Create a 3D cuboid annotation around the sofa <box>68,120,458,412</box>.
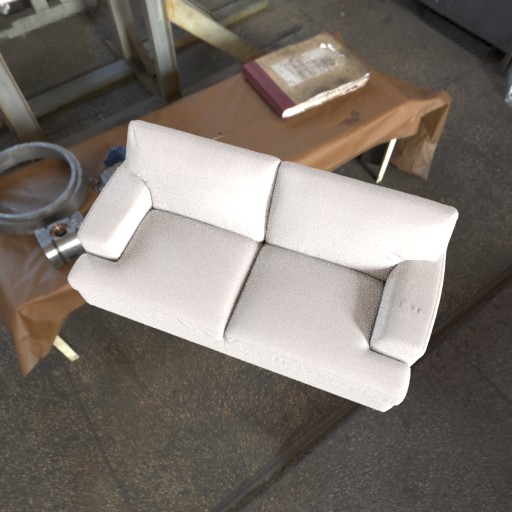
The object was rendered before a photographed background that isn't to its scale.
[{"bbox_3d":[0.000,0.000,2.844,2.261,0.940,1.143,18,61,10],"label":"sofa"}]
